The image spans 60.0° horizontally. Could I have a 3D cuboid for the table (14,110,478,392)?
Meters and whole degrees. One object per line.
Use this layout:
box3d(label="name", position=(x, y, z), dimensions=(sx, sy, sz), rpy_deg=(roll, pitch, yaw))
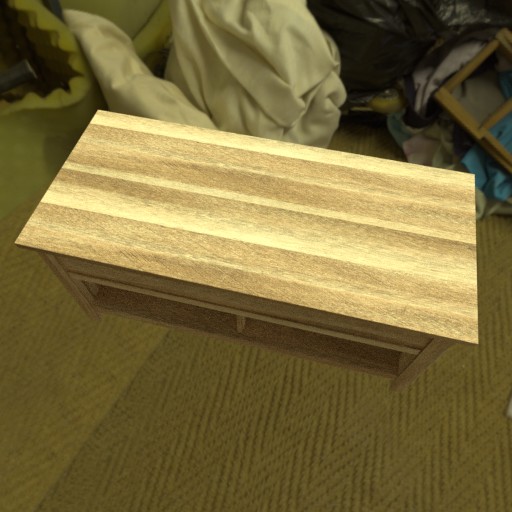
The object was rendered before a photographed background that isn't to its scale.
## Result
box3d(label="table", position=(0.000, 0.000, 1.342), dimensions=(1.095, 0.480, 0.493), rpy_deg=(12, 59, 7))
